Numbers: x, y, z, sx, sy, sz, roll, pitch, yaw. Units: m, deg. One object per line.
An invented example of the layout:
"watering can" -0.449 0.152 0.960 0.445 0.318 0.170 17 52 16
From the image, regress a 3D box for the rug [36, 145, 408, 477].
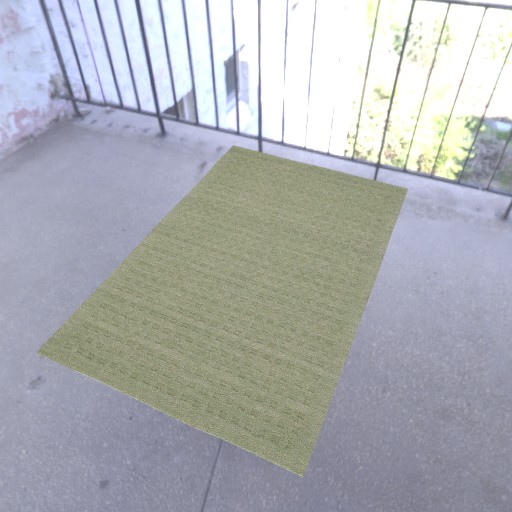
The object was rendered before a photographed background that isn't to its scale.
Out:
"rug" 0.000 0.000 2.178 1.143 0.006 1.747 18 47 17
